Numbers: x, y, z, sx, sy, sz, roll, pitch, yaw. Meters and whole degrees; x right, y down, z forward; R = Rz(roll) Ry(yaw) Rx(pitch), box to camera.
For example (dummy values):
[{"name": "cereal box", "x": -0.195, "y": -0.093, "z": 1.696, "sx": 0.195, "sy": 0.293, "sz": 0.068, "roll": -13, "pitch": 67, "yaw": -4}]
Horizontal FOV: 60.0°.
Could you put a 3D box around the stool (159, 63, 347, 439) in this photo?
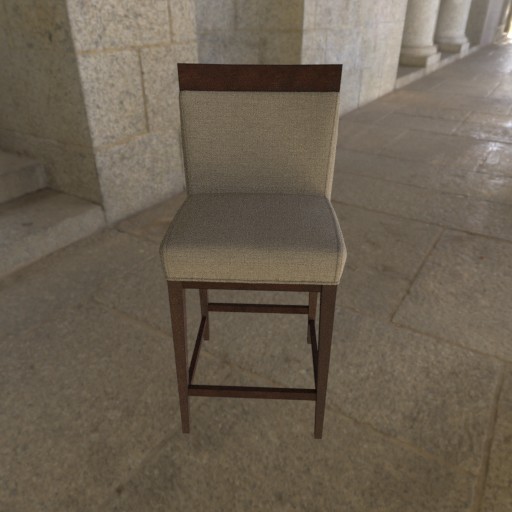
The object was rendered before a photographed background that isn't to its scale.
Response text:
[{"name": "stool", "x": 0.000, "y": 0.000, "z": 1.452, "sx": 0.511, "sy": 1.117, "sz": 0.531, "roll": 1, "pitch": 30, "yaw": 2}]
